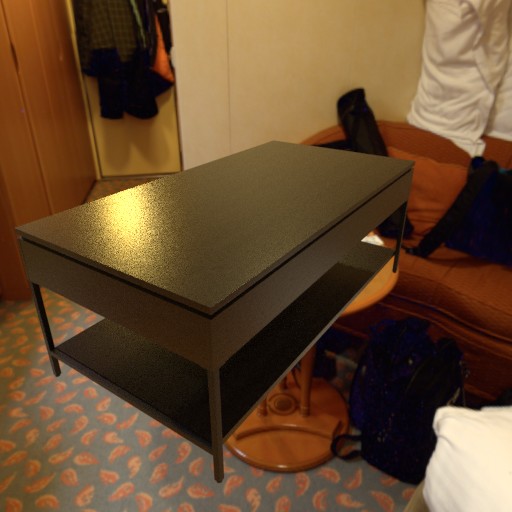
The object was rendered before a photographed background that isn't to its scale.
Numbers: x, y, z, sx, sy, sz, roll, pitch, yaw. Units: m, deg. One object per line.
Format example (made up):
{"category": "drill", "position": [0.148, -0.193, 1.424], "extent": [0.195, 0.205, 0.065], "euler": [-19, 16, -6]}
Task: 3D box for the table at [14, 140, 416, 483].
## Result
{"category": "table", "position": [0.000, 0.000, 1.355], "extent": [0.574, 0.435, 1.095], "euler": [17, 32, 30]}
